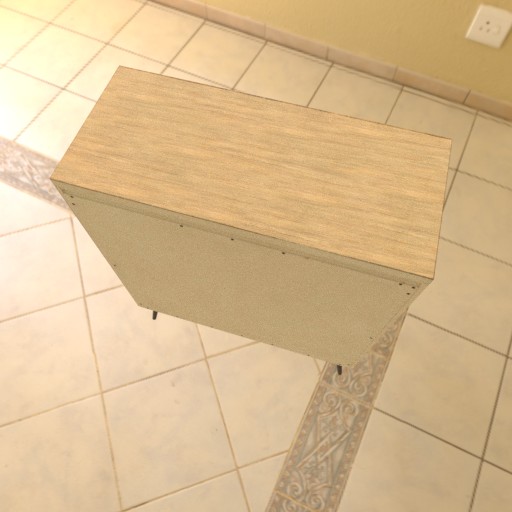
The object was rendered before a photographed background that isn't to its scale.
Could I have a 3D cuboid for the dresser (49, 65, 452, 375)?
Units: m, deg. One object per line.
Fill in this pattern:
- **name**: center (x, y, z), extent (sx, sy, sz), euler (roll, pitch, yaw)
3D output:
- **dresser**: center (0.000, 0.000, 1.757), extent (1.016, 1.219, 0.457), euler (15, 65, 7)
